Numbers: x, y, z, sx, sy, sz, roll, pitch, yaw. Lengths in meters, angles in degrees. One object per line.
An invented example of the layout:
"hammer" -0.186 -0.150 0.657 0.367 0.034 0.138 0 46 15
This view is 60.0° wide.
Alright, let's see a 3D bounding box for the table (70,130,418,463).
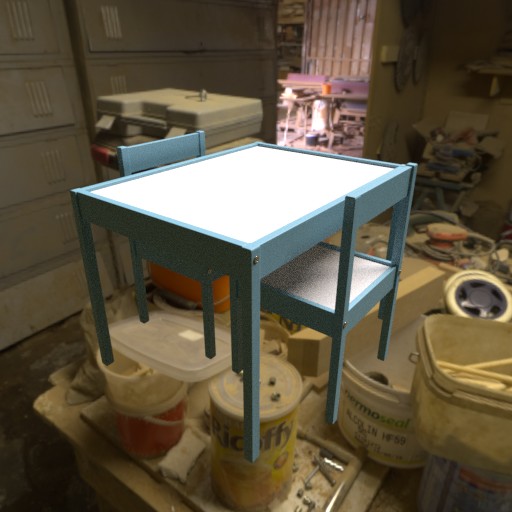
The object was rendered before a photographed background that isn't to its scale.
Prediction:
"table" 0.000 0.000 1.101 0.633 0.503 0.639 19 31 34
